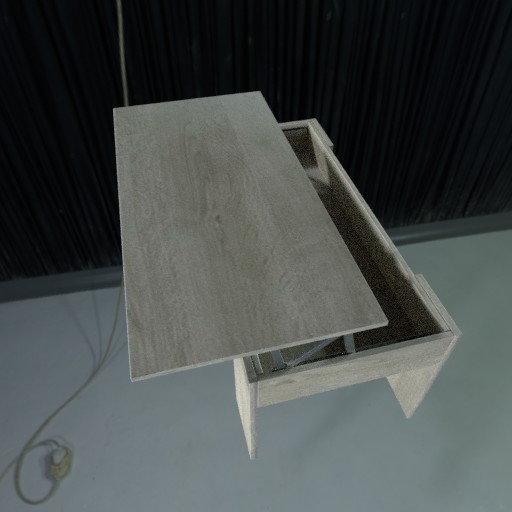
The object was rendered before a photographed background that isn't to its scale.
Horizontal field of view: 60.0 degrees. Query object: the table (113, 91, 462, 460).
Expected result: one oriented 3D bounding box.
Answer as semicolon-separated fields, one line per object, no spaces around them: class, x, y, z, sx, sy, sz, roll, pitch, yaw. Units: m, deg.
table;0.000;0.000;1.383;0.711;0.570;1.000;-10;47;-10
